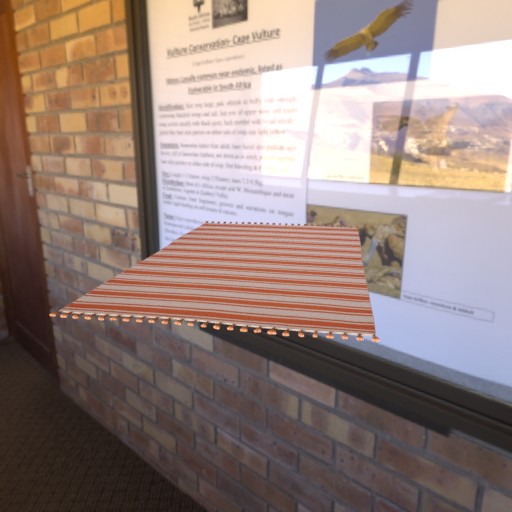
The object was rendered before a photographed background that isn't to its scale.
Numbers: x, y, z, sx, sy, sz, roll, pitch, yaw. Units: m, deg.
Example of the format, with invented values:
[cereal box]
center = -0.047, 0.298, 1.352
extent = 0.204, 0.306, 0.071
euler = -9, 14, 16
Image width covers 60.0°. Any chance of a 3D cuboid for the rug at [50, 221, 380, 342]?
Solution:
[rug]
center = 0.000, 0.000, 2.581
extent = 1.232, 0.017, 2.092
euler = 3, 15, 10
